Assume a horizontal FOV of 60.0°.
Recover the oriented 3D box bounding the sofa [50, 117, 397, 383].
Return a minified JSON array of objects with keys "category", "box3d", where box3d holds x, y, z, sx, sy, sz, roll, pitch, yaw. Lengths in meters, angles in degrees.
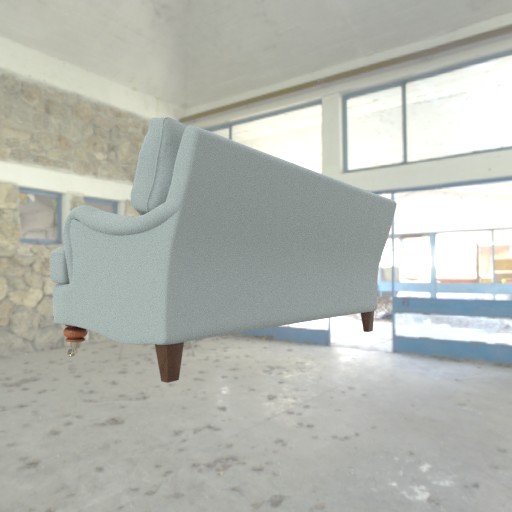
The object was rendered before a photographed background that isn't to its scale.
[{"category":"sofa","box3d":[0.000,0.000,2.793,1.069,1.096,2.193,-2,-3,37]}]
